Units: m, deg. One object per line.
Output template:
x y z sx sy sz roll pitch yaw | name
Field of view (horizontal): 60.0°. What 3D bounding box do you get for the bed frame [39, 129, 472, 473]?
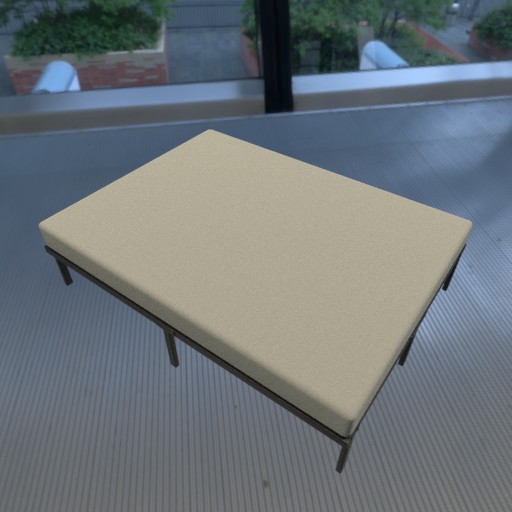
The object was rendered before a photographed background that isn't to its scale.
0.000 0.000 3.518 2.635 0.680 1.990 26 48 26 | bed frame
